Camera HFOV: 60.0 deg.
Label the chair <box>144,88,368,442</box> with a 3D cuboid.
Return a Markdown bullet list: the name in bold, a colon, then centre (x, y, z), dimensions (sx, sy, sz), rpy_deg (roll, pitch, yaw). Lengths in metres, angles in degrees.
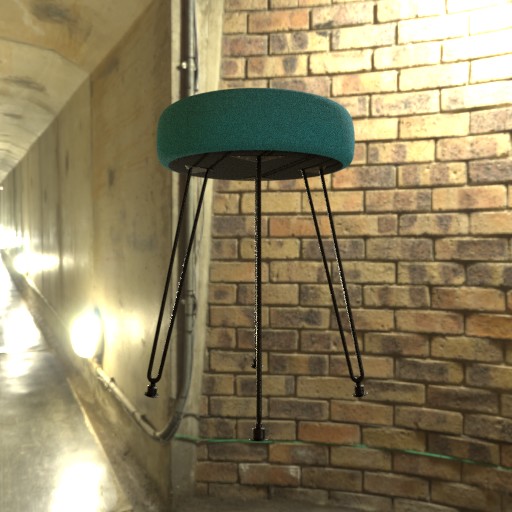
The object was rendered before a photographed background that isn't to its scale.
- **chair**: centre (0.000, 0.000, 0.692), dimensions (0.350, 0.440, 0.350), rpy_deg (0, 1, 0)
